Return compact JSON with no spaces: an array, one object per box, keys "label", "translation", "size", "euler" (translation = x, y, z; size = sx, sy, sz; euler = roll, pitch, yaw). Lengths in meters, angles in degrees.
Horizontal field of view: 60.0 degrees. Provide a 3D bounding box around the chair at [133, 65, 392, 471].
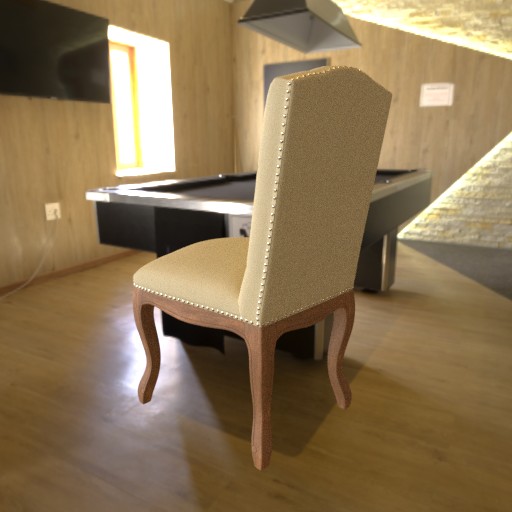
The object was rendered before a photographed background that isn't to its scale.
[{"label":"chair","translation":[0.000,0.000,1.538],"size":[0.623,1.165,0.715],"euler":[-15,21,-43]}]
